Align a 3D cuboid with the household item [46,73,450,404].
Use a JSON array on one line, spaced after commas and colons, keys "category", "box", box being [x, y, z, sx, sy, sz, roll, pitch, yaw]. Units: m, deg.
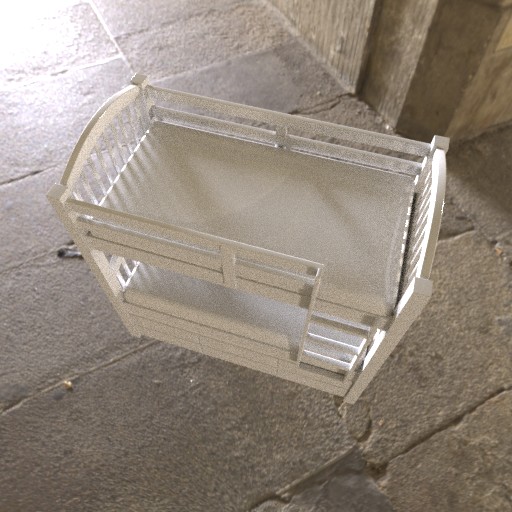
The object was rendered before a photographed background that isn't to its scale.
[{"category": "household item", "box": [0.000, 0.000, 3.256, 2.032, 2.032, 1.143, 15, 59, 9]}]
